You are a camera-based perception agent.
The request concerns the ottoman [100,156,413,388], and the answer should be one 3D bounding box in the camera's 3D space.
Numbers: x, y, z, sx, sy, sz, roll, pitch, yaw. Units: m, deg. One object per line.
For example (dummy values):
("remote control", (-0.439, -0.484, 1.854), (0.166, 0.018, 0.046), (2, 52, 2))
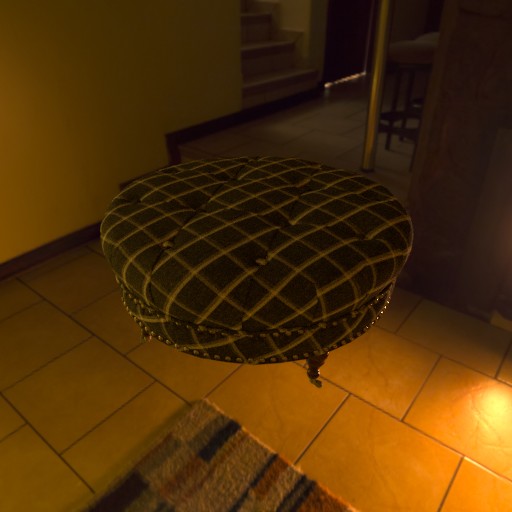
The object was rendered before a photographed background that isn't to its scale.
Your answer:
("ottoman", (0.000, 0.000, 1.403), (0.901, 0.439, 0.901), (0, 32, 0))
